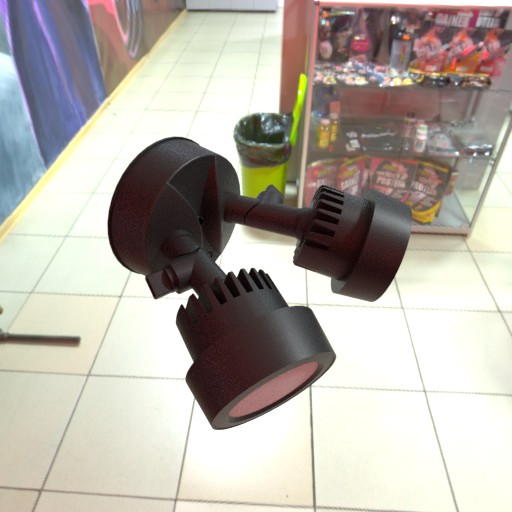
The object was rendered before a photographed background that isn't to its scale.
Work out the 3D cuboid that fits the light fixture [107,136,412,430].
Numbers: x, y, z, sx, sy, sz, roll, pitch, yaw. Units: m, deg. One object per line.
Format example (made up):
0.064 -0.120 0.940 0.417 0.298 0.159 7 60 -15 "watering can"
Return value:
0.000 0.000 0.301 0.168 0.120 0.213 25 46 27 "light fixture"
